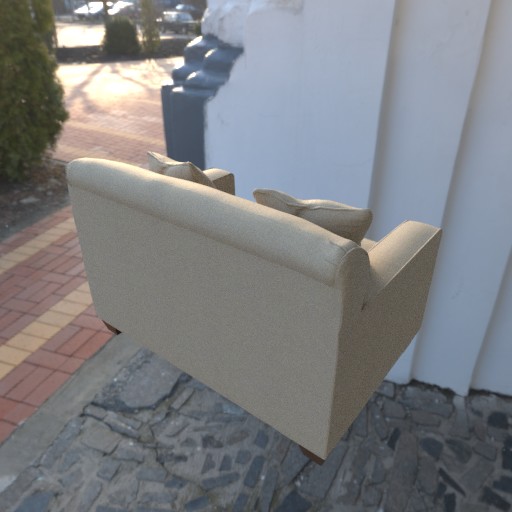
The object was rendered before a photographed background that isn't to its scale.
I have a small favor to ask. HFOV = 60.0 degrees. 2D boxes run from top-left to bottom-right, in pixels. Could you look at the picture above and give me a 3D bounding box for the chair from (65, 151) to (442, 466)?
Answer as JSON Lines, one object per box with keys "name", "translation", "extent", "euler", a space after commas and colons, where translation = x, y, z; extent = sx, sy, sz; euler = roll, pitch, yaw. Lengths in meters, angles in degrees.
{"name": "chair", "translation": [0.000, 0.000, 2.073], "extent": [1.383, 0.948, 1.000], "euler": [21, 36, 32]}
